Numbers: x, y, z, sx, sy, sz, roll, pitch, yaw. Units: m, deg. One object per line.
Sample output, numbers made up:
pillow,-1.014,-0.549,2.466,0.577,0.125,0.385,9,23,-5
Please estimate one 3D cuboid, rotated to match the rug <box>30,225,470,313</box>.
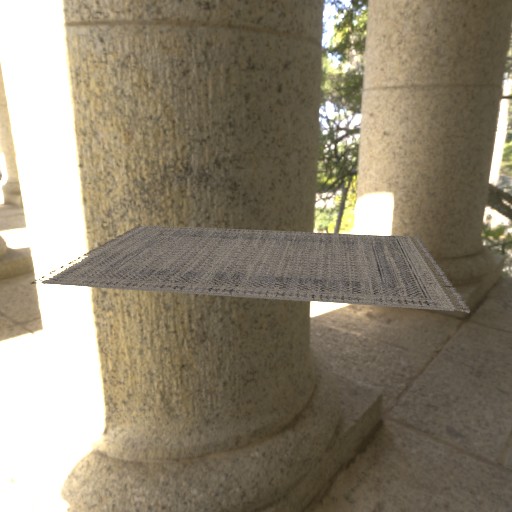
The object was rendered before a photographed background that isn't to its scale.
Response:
rug,0.000,0.000,3.149,2.486,0.013,1.548,3,17,9
